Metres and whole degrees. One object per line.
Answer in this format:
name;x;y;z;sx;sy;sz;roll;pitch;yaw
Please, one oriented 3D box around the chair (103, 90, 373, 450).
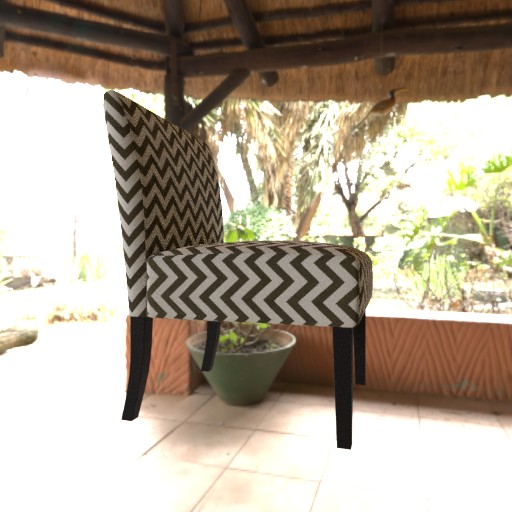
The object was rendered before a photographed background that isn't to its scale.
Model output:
chair;0.000;0.000;1.298;0.648;0.838;0.589;0;0;17
